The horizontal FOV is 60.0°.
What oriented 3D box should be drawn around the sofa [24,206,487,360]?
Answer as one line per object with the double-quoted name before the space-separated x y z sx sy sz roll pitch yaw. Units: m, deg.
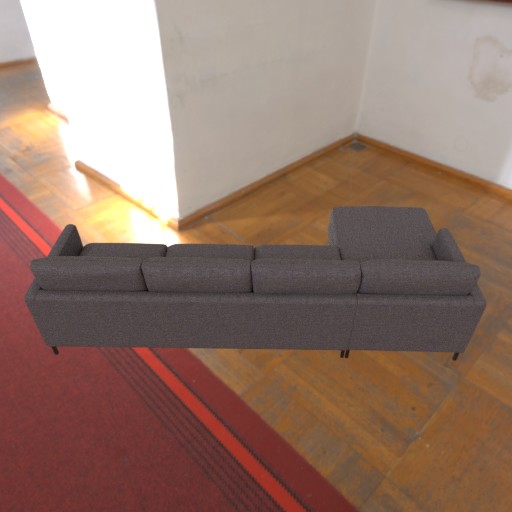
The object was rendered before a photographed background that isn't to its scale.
"sofa" 0.000 0.000 3.139 2.731 0.754 1.258 1 40 1
